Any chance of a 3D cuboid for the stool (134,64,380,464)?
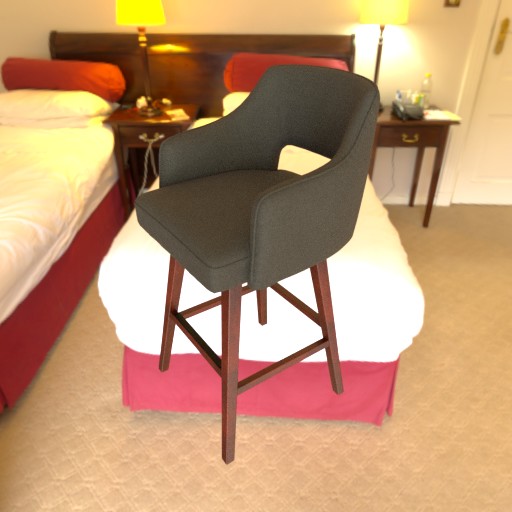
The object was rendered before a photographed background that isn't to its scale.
[{"bbox_3d":[0.000,0.000,1.339,0.558,1.012,0.548,-20,36,-30],"label":"stool"}]
